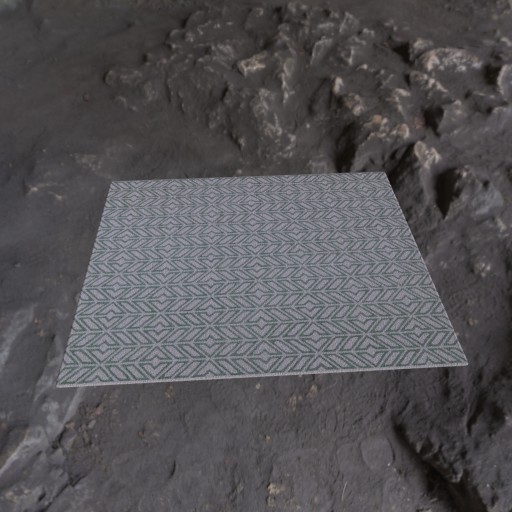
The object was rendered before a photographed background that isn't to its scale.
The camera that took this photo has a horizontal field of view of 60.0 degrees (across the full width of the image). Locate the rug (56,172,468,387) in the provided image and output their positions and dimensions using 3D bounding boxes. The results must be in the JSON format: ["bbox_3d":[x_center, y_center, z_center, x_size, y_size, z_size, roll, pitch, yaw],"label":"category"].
[{"bbox_3d":[0.000,0.000,4.098,3.050,0.017,2.441,-2,46,-2],"label":"rug"}]
